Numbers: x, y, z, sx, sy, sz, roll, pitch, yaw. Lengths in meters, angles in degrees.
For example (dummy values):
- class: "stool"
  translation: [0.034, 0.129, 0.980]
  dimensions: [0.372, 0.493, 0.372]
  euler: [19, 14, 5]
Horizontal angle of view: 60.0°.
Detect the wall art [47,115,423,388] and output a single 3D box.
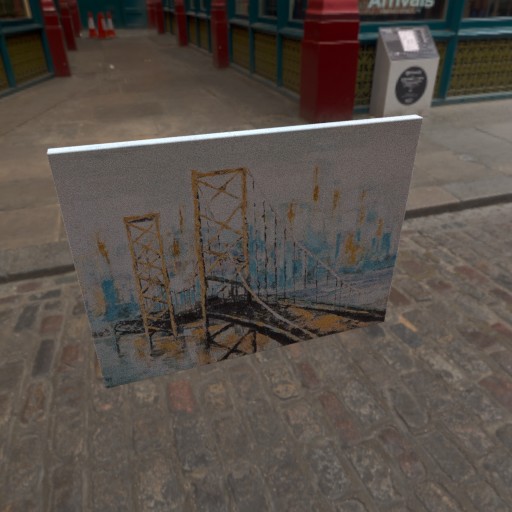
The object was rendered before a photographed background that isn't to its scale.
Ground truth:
- class: "wall art"
  translation: [0.000, 0.000, 1.356]
  dimensions: [1.016, 0.762, 0.038]
  euler: [-10, 32, -16]
